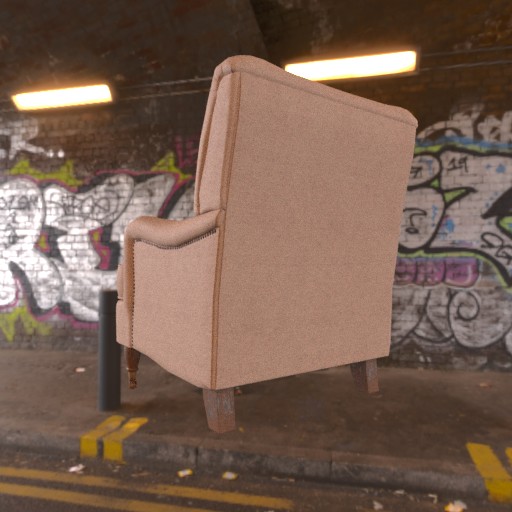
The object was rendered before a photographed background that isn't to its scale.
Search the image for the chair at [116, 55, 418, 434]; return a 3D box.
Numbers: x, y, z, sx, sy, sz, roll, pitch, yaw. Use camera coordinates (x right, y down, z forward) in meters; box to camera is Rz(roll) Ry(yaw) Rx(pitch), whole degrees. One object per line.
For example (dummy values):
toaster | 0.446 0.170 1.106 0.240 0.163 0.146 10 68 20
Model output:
chair | 0.000 0.000 1.797 0.879 1.119 0.953 1 -1 -37
